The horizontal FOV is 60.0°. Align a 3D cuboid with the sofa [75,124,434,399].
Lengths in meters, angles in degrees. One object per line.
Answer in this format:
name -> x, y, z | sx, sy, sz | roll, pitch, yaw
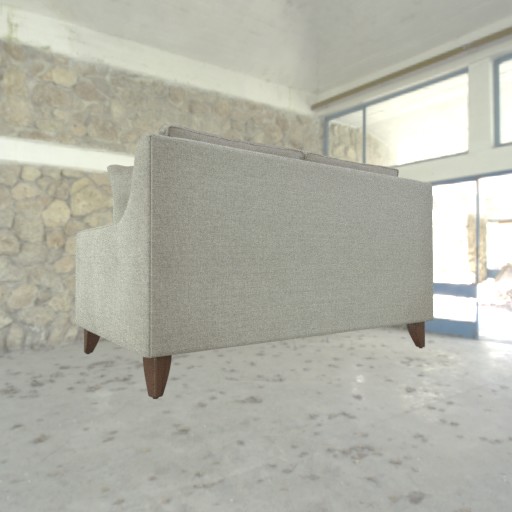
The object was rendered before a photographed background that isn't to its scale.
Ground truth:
sofa -> 0.000, 0.000, 2.035 | 1.422, 0.863, 0.915 | 1, -1, -36
